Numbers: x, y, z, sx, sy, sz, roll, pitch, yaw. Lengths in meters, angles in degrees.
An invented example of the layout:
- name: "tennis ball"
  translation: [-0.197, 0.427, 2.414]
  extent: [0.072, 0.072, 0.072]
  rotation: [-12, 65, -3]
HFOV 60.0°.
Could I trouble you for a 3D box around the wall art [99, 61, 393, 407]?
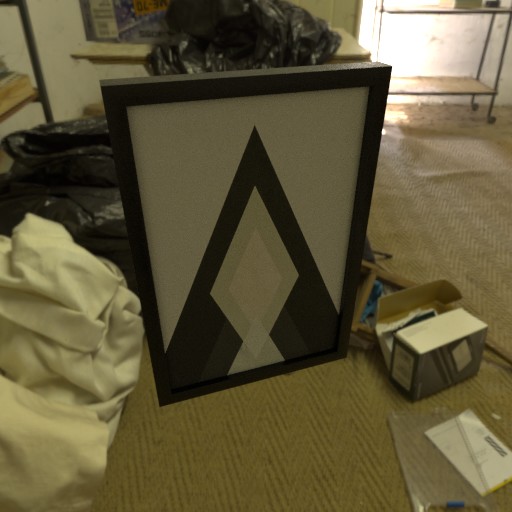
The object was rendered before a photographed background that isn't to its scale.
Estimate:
- name: "wall art"
  translation: [0.000, 0.000, 0.587]
  extent: [0.313, 0.457, 0.031]
  rotation: [-10, 35, -15]
